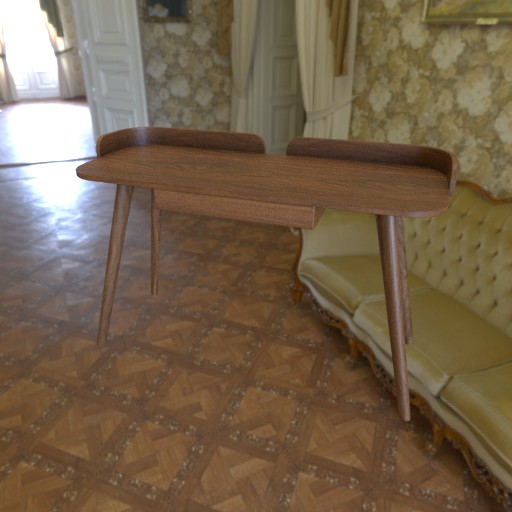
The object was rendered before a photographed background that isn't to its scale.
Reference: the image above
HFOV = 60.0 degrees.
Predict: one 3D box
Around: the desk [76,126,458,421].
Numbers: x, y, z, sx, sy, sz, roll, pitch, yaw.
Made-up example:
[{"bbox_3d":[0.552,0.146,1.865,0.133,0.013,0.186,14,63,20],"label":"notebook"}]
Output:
[{"bbox_3d":[0.000,0.000,1.663,1.256,0.800,0.486,9,28,17],"label":"desk"}]
